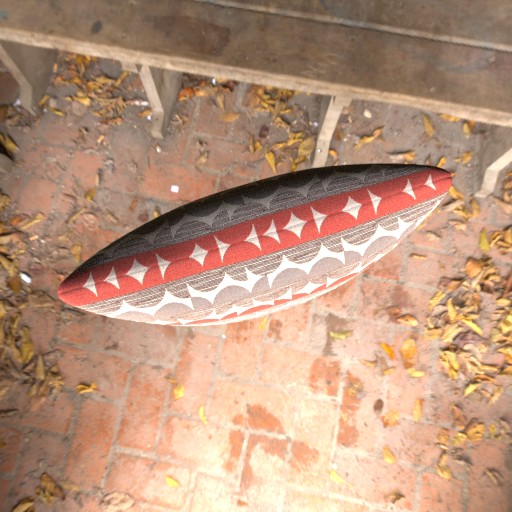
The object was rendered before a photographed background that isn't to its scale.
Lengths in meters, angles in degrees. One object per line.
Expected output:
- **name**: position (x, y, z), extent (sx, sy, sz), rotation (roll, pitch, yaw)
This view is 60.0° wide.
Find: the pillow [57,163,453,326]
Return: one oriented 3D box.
- **pillow**: position (0.000, 0.000, 0.639), extent (0.420, 0.410, 0.180), rotation (-17, 77, -4)
